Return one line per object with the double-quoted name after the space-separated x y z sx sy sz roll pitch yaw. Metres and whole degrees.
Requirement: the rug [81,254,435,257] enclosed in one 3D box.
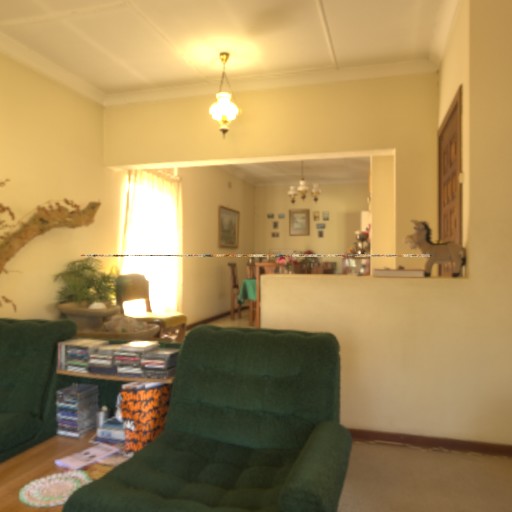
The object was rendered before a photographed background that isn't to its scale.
0.000 0.000 3.170 1.523 0.010 2.584 0 0 0 "rug"
